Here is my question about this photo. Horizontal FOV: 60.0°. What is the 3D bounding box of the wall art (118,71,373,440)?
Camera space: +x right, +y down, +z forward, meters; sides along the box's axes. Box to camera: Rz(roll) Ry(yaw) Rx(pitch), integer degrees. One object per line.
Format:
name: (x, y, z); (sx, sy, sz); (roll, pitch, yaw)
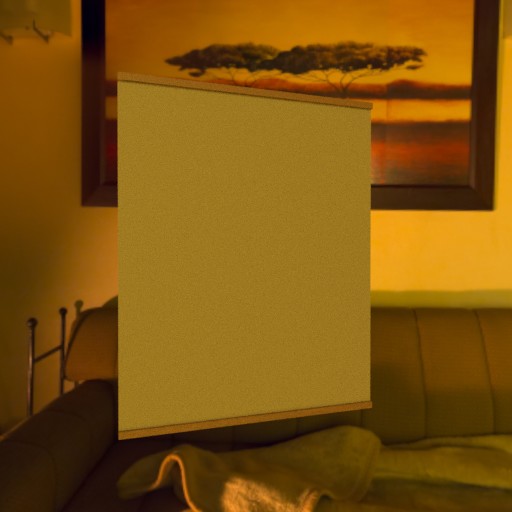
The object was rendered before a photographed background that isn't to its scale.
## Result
wall art: (0.000, 0.000, 0.681); (0.405, 0.508, 0.012); (0, 1, -18)
